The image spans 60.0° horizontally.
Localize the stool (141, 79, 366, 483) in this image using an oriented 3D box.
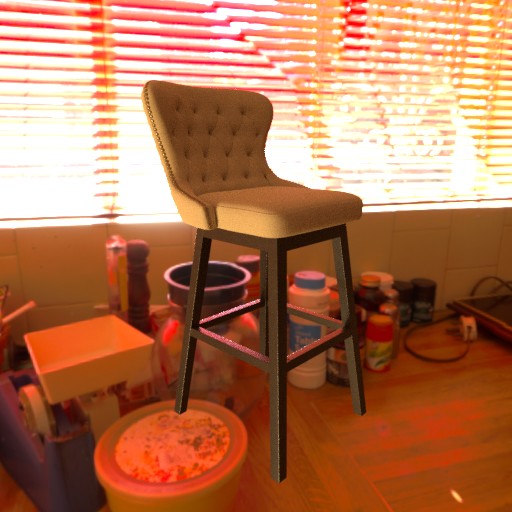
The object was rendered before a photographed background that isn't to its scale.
[{"bbox_3d":[0.000,0.000,1.411,0.605,1.066,0.528,14,20,42],"label":"stool"}]
